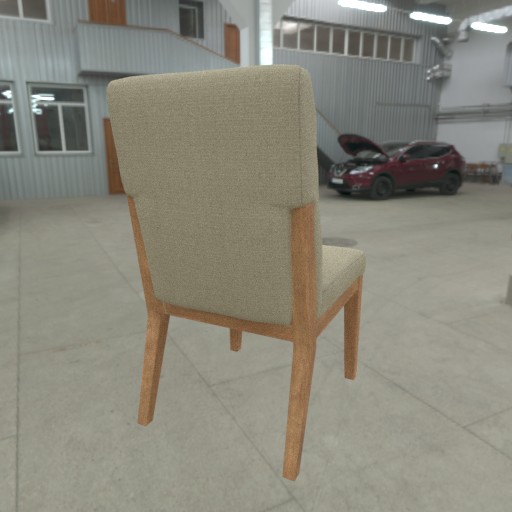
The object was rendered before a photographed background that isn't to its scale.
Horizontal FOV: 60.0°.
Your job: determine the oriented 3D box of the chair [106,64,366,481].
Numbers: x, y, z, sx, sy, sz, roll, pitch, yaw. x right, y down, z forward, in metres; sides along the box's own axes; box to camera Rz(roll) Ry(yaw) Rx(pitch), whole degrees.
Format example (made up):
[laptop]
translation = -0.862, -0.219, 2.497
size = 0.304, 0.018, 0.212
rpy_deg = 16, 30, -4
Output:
[chair]
translation = 0.000, 0.000, 1.254
size = 0.507, 0.911, 0.586
rpy_deg = 7, 16, 27
